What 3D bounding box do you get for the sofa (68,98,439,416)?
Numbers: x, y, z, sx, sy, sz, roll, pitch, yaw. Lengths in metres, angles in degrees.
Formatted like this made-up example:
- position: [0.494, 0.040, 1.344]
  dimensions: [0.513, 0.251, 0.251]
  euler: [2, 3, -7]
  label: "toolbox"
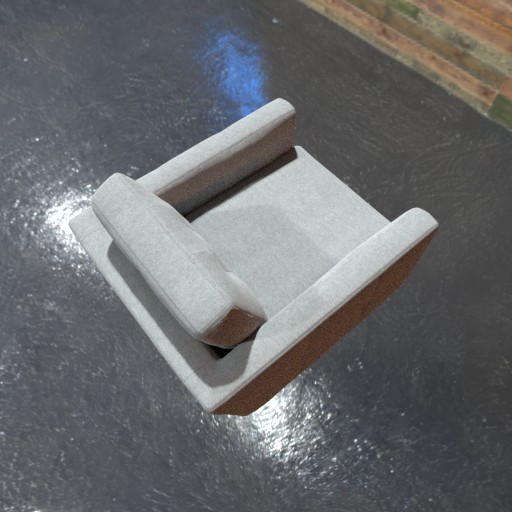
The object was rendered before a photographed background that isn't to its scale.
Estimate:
- position: [0.000, 0.000, 1.550]
  dimensions: [0.920, 0.860, 0.770]
  euler: [-35, 66, -19]
  label: "sofa"
